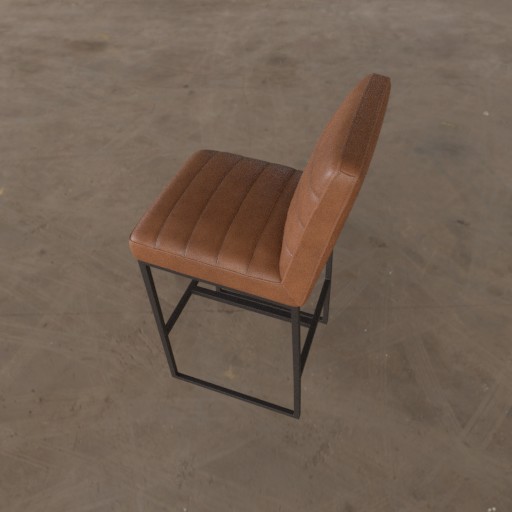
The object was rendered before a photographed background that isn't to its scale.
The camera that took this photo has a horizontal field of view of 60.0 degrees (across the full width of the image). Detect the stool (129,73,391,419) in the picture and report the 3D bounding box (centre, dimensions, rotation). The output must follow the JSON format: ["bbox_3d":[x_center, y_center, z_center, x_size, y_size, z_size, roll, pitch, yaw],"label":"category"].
[{"bbox_3d":[0.000,0.000,1.347,0.556,1.040,0.458,14,48,13],"label":"stool"}]
